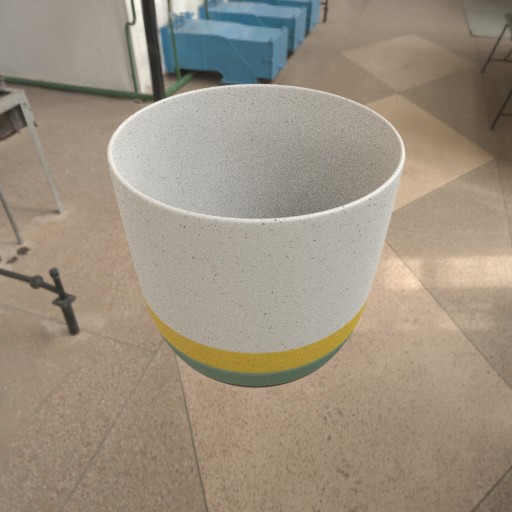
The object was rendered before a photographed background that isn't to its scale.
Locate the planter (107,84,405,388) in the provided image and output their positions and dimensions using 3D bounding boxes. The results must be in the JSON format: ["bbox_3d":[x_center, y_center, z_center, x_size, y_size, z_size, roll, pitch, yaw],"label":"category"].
[{"bbox_3d":[0.000,0.000,0.367,0.195,0.214,0.195,0,41,0],"label":"planter"}]
